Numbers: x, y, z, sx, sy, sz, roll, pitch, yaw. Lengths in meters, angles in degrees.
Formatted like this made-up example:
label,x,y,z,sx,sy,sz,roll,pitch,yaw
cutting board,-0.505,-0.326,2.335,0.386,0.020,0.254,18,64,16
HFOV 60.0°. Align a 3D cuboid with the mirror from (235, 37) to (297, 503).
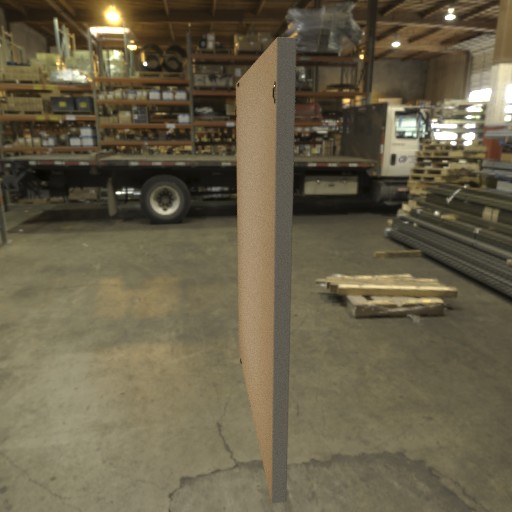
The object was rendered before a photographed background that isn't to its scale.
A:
label,x,y,z,sx,sy,sz,roll,pitch,yaw
mirror,0.000,0.000,1.289,0.040,1.016,0.762,-2,16,-8
